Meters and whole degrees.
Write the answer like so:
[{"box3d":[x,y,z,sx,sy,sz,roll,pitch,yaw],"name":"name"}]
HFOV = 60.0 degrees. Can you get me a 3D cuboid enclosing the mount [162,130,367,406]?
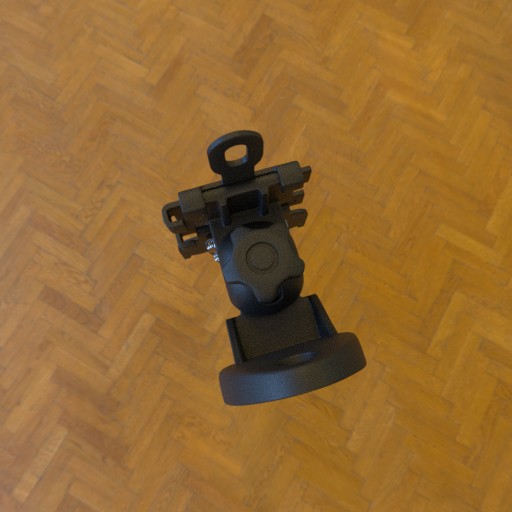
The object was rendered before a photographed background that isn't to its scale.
[{"box3d":[0.000,0.000,0.176,0.066,0.118,0.100,-16,77,-4],"name":"mount"}]
